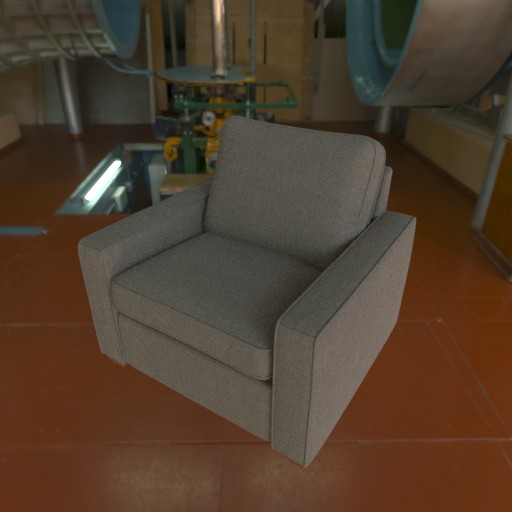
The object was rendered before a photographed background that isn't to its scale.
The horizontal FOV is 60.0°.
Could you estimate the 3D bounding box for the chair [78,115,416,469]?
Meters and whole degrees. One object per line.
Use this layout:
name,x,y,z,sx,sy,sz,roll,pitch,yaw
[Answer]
chair,0.000,0.000,1.774,1.017,0.919,0.940,18,35,28
